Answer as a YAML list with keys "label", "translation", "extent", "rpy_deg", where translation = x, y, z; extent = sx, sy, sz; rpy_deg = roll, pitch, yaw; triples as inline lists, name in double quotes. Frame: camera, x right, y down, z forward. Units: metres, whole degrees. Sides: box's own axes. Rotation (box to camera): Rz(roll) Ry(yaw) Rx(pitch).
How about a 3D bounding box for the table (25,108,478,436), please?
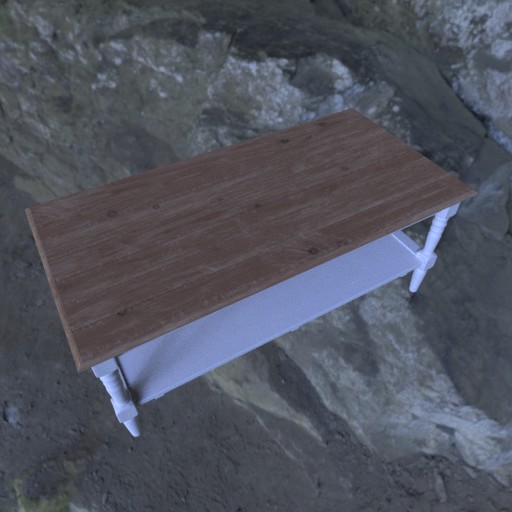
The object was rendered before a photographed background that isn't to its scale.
- label: "table"
  translation: [0.000, 0.000, 1.378]
  extent: [1.118, 0.458, 0.559]
  rpy_deg: [-22, 50, -20]
